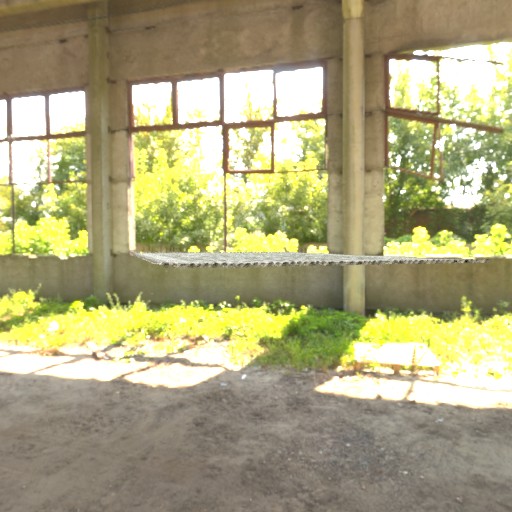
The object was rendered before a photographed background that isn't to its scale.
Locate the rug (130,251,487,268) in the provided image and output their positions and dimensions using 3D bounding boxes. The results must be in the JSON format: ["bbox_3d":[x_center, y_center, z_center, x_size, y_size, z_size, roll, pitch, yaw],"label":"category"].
[{"bbox_3d":[0.000,0.000,2.987,1.530,0.025,2.431,-1,2,-19],"label":"rug"}]
